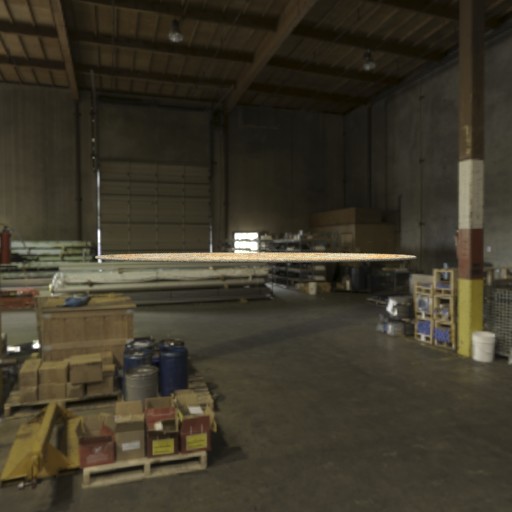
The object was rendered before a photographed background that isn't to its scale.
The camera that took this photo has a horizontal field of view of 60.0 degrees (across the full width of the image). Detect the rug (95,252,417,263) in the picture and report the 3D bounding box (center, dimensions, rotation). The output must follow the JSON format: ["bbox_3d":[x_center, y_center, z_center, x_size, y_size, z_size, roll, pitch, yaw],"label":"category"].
[{"bbox_3d":[0.000,0.000,2.344,1.598,0.010,1.598,0,1,0],"label":"rug"}]
